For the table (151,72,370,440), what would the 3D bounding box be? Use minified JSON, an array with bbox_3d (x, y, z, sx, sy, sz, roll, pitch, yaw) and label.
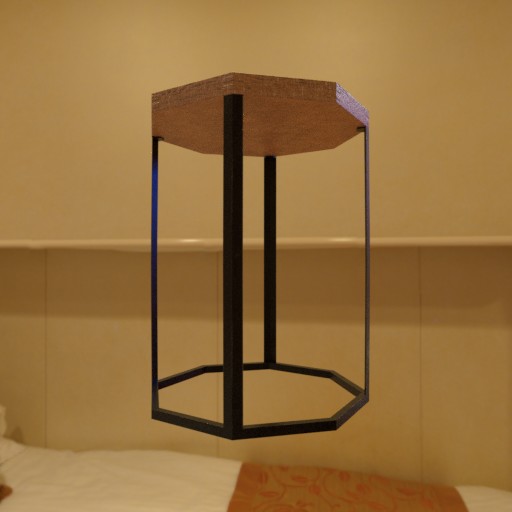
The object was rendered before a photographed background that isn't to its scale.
[{"bbox_3d":[0.000,0.000,0.880,0.437,0.553,0.437,0,0,-36],"label":"table"}]
